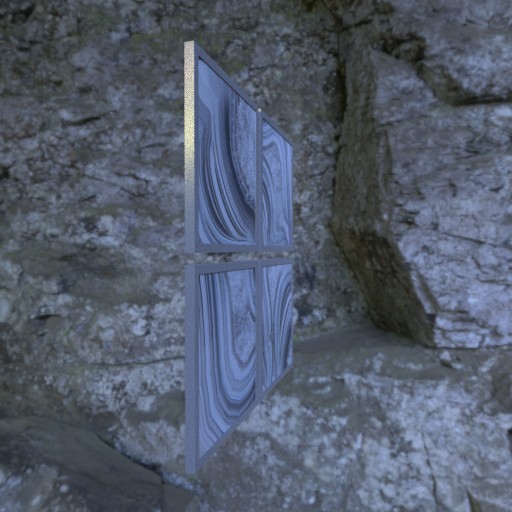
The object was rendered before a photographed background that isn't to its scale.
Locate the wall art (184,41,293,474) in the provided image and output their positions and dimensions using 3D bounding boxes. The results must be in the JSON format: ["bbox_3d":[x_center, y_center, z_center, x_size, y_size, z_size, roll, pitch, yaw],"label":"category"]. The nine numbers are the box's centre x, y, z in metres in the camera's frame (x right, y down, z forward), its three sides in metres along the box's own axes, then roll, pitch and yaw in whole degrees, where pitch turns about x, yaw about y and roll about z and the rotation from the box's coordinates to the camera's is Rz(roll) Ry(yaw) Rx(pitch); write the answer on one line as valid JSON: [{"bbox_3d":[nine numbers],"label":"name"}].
[{"bbox_3d":[0.000,0.000,1.679,0.029,1.118,1.118,0,1,18],"label":"wall art"}]
